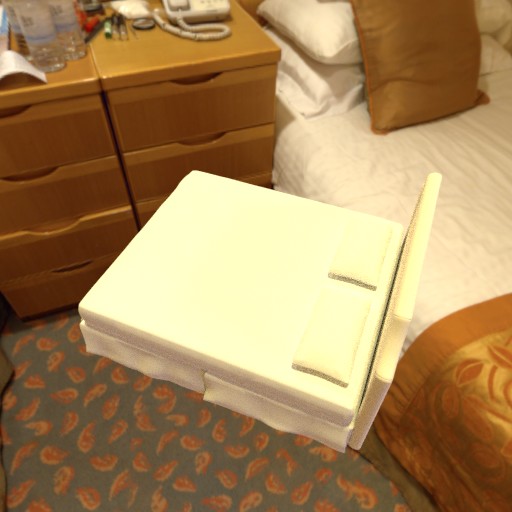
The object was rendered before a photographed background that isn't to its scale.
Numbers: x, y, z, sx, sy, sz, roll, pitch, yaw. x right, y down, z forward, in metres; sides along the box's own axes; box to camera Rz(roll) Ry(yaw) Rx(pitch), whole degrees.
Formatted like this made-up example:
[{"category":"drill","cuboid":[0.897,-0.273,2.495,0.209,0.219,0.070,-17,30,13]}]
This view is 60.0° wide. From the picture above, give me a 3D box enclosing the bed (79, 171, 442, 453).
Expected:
[{"category":"bed","cuboid":[0.000,0.000,4.204,2.773,1.590,2.350,17,49,15]}]
